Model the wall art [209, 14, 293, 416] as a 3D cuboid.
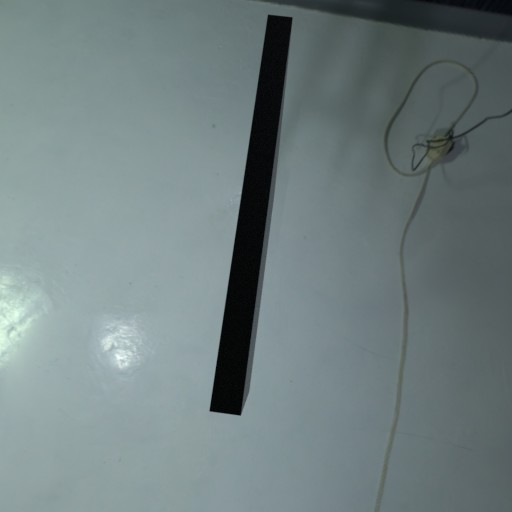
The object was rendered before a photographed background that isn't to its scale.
[{"bbox_3d":[0.000,0.000,0.751,0.031,0.558,0.461,7,75,2],"label":"wall art"}]
